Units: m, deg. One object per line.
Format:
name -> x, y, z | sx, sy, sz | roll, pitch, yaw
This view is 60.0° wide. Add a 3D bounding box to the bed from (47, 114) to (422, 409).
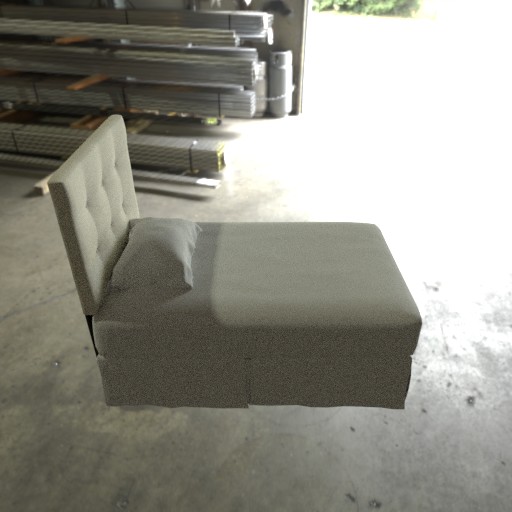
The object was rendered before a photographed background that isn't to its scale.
bed -> 0.000, 0.000, 2.962 | 1.997, 1.571, 1.261 | 0, 33, 0
